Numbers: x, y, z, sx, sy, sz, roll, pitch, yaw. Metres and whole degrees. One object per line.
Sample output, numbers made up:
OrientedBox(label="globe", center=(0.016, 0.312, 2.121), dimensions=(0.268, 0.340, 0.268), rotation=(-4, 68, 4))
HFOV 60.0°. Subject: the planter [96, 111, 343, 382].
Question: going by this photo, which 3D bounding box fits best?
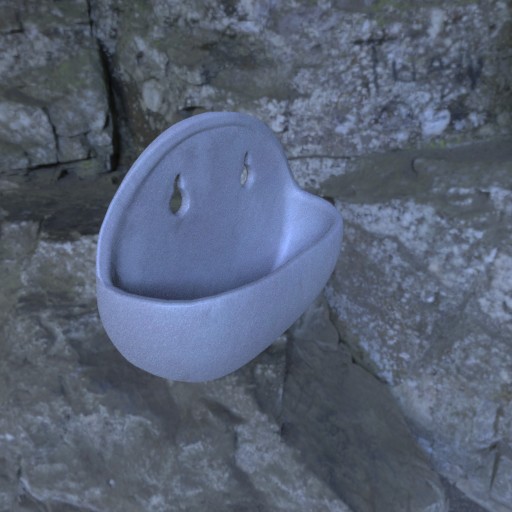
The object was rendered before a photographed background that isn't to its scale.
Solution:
OrientedBox(label="planter", center=(0.000, 0.000, 0.273), dimensions=(0.073, 0.164, 0.190), rotation=(17, 31, 31))
